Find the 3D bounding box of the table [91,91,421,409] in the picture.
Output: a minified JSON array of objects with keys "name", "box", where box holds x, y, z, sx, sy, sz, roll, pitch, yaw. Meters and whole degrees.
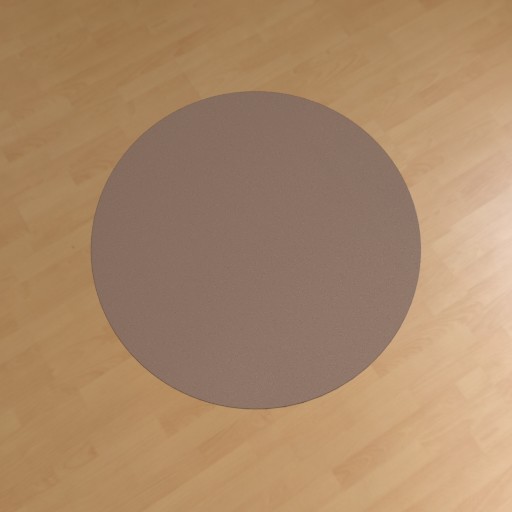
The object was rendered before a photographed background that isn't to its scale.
[{"name":"table","box":[0.000,0.000,1.268,0.800,0.400,0.800,0,76,0]}]
